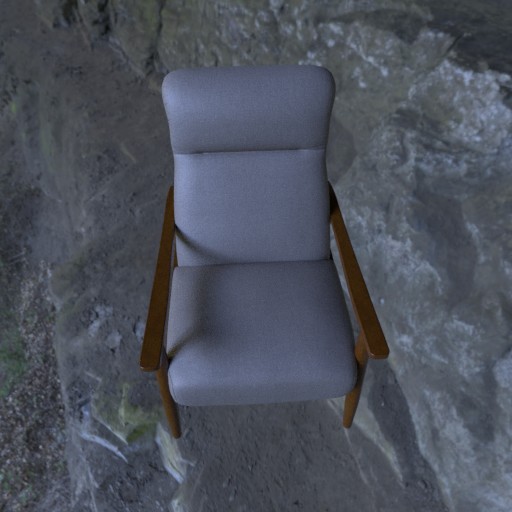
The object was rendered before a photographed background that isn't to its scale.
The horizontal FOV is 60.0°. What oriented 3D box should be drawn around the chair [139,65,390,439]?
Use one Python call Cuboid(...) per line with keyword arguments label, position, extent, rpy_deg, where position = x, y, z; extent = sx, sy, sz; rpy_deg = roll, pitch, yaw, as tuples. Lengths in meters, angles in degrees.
Cuboid(label="chair", position=(0.000, 0.000, 1.744), extent=(0.762, 1.082, 1.032), rpy_deg=(-3, 47, -2))
